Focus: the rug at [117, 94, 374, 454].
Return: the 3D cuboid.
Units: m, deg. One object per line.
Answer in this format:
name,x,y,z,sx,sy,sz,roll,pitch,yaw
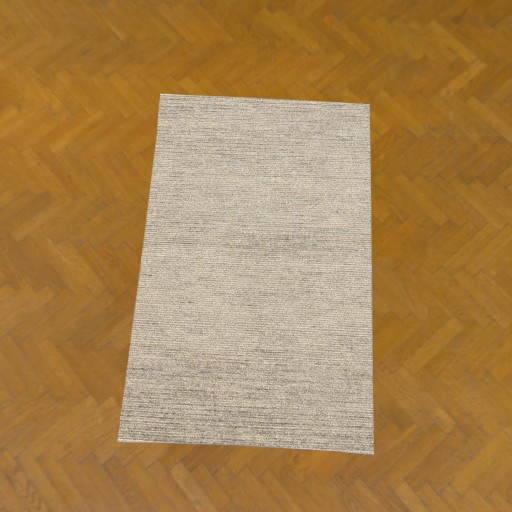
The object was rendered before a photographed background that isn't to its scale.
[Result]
rug,0.000,0.000,2.223,1.162,0.022,1.804,3,75,1
